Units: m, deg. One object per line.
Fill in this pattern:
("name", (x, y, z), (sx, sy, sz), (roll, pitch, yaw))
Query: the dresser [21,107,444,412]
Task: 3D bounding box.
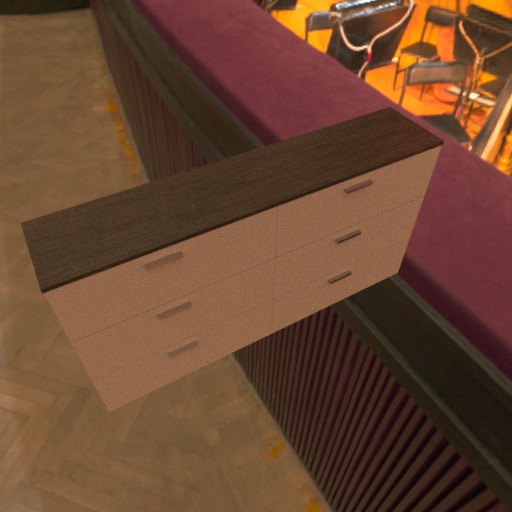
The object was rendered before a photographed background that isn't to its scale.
("dresser", (0.000, 0.000, 1.859), (1.535, 0.790, 0.333), (-22, 50, -20))
